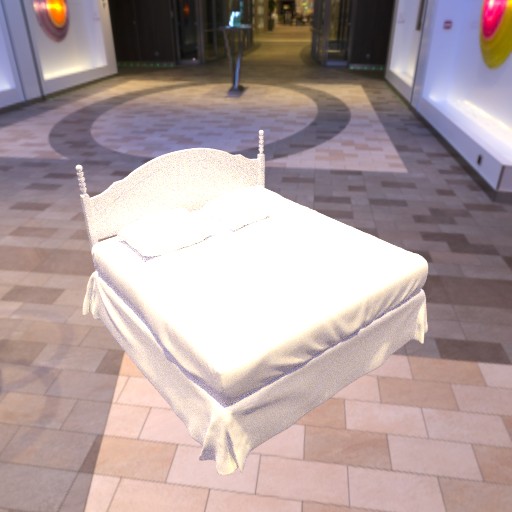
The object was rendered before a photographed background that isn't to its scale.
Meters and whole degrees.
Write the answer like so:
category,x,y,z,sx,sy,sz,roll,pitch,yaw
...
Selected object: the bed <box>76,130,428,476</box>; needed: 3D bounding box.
category,x,y,z,sx,sy,sz,roll,pitch,yaw
bed,0.000,0.000,3.596,2.322,1.355,2.219,-21,35,-33
